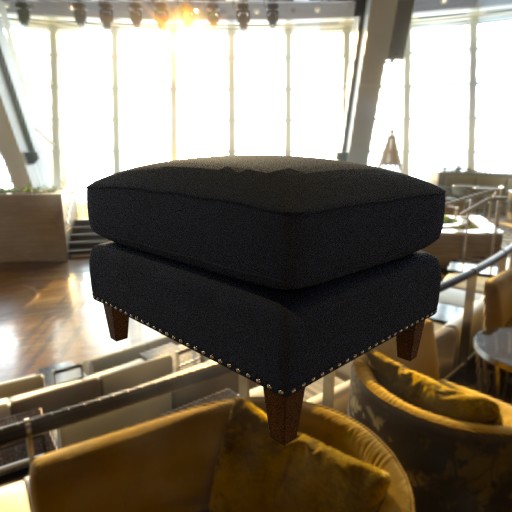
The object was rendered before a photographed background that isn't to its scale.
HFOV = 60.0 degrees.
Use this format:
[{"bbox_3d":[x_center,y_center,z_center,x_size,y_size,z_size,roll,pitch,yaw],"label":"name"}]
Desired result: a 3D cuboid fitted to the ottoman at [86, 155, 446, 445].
[{"bbox_3d":[0.000,0.000,1.153,0.584,0.513,0.741,-13,18,-43],"label":"ottoman"}]
